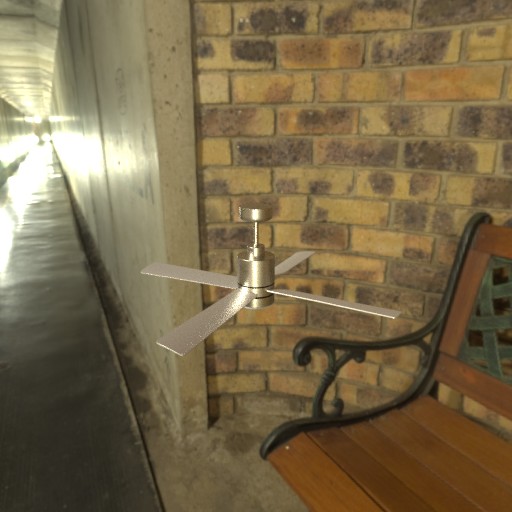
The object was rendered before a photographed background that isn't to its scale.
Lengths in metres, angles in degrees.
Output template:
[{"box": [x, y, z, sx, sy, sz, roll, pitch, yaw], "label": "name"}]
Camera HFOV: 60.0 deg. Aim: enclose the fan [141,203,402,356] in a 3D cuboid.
[{"box": [0.000, 0.000, 2.367, 1.525, 0.539, 1.525, 9, 19, 27], "label": "fan"}]
